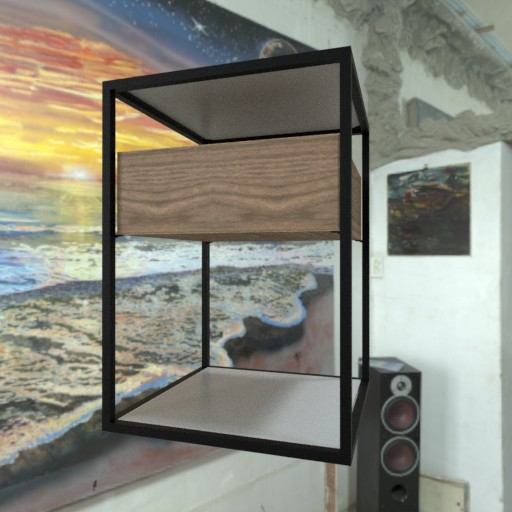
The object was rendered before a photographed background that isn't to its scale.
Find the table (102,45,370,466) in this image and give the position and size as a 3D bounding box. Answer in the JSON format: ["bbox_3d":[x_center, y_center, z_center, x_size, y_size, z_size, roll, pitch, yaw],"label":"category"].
[{"bbox_3d":[0.000,0.000,0.806,0.378,0.540,0.378,0,0,18],"label":"table"}]
